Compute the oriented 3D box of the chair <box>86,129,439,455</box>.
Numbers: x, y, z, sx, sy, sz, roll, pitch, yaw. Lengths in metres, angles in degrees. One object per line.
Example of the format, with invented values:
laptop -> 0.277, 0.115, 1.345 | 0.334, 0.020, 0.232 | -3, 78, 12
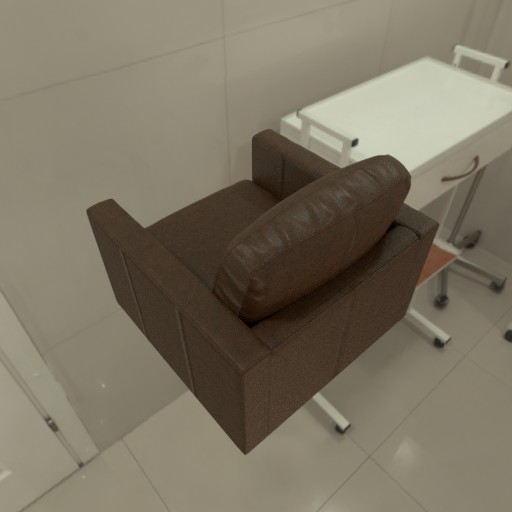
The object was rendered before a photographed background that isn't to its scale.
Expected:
chair -> 0.000, 0.000, 1.697 | 0.890, 0.956, 0.909 | -31, 52, -28
